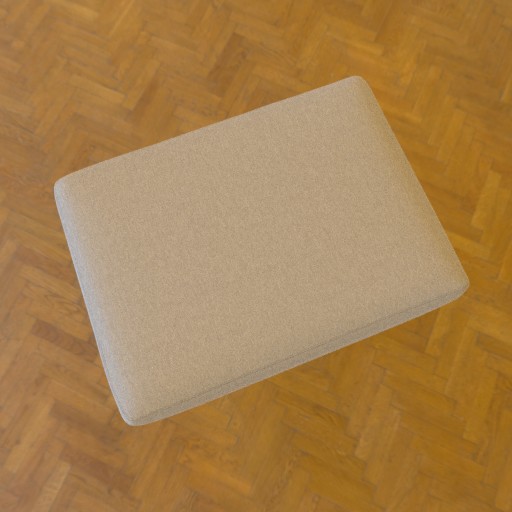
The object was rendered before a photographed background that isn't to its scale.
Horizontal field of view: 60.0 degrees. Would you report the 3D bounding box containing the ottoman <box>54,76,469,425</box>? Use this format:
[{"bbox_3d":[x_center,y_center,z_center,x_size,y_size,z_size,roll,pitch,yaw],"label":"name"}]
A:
[{"bbox_3d":[0.000,0.000,1.130,0.773,0.497,0.574,-21,76,-5],"label":"ottoman"}]
